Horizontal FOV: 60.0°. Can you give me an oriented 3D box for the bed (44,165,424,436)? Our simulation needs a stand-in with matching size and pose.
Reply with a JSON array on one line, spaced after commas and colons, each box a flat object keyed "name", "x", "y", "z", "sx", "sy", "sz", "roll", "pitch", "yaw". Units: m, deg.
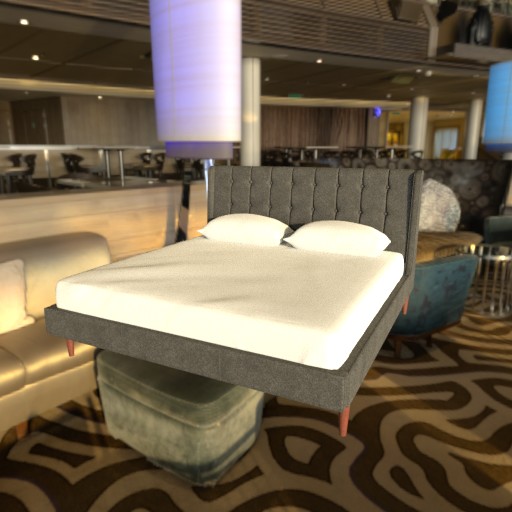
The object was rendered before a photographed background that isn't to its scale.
[{"name": "bed", "x": 0.000, "y": 0.000, "z": 2.514, "sx": 1.531, "sy": 0.933, "sz": 1.638, "roll": 7, "pitch": 15, "yaw": 26}]
